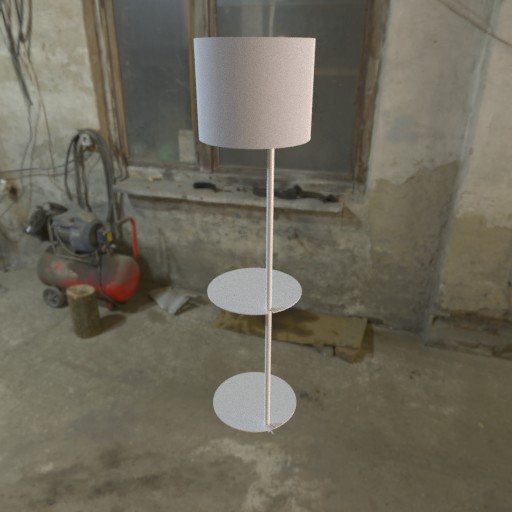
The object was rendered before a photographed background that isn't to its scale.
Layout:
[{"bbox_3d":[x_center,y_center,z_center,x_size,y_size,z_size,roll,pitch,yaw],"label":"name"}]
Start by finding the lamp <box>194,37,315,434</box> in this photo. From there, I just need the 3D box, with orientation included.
[{"bbox_3d":[0.000,0.000,1.663,0.372,1.465,0.405,-8,26,-17],"label":"lamp"}]
